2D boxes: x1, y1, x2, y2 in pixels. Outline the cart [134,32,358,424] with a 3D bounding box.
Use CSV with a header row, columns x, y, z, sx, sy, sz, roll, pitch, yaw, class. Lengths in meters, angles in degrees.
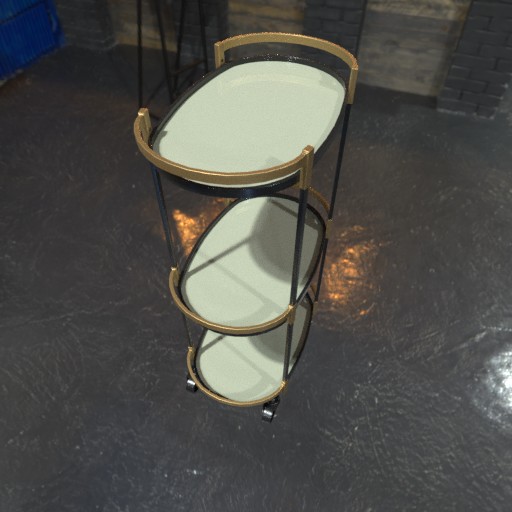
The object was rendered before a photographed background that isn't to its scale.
x,y,z,sx,sy,sz,roll,pitch,yaw,class
0.000,0.000,1.111,0.311,0.885,0.515,17,50,15,cart
